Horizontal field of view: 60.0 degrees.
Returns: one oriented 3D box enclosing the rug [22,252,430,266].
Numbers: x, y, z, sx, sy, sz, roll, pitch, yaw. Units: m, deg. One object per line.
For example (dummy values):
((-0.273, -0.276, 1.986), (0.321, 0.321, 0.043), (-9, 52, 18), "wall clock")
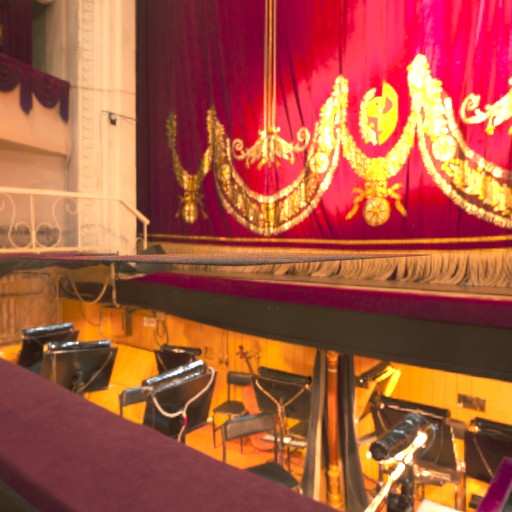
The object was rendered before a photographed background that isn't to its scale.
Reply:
((0.000, 0.000, 3.692), (2.007, 0.013, 2.896), (1, 2, 37), "rug")
